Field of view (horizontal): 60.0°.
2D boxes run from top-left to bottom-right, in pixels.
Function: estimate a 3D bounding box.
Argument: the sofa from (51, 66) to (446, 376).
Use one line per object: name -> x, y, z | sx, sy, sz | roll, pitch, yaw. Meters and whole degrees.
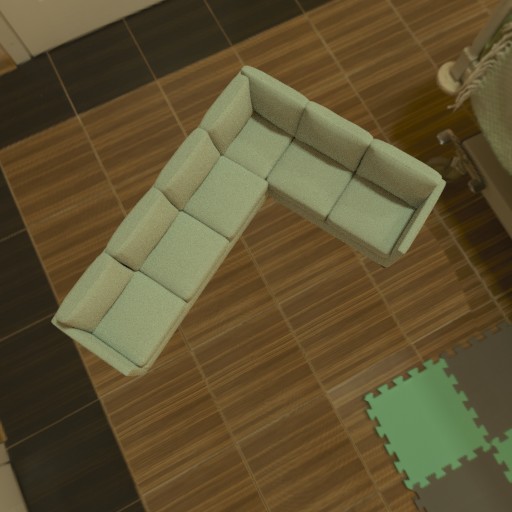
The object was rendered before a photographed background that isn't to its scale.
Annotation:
sofa -> 0.000, 0.000, 4.548 | 2.522, 0.934, 3.333 | 32, 78, 7
